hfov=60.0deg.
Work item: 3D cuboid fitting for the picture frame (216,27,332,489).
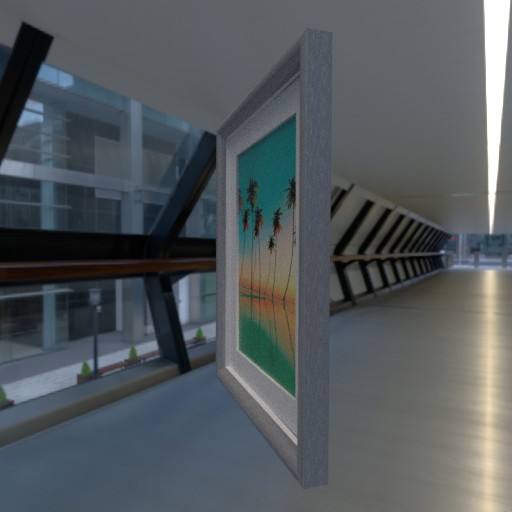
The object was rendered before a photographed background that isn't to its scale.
[{"bbox_3d":[0.000,0.000,0.522,0.027,0.378,0.327,0,2,-18],"label":"picture frame"}]
